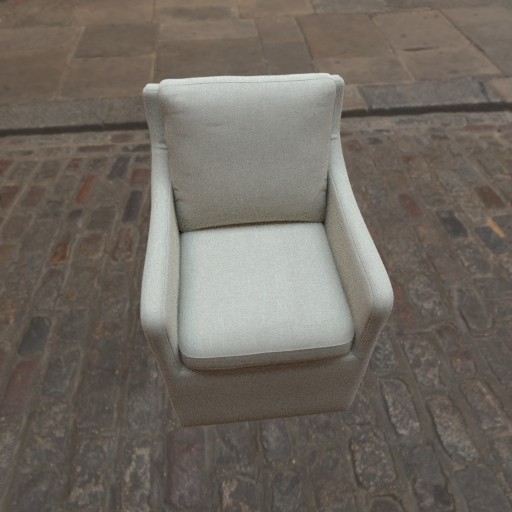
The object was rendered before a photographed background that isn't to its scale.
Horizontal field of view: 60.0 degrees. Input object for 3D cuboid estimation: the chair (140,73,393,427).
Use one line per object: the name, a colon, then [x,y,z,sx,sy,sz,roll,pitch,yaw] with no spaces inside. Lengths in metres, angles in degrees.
chair: [0.000,0.000,1.365,0.626,0.914,0.694,-4,47,-4]
